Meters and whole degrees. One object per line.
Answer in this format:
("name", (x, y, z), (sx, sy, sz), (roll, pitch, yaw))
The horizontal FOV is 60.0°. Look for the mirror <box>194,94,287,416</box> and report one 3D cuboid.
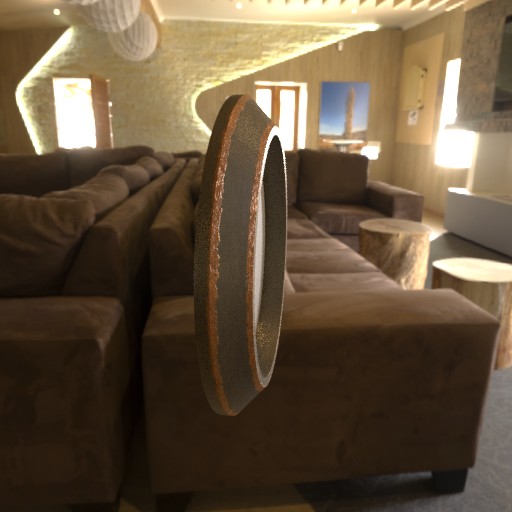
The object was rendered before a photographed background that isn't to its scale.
("mirror", (0.000, 0.000, 1.324), (0.111, 0.907, 0.907), (3, 16, 9))
